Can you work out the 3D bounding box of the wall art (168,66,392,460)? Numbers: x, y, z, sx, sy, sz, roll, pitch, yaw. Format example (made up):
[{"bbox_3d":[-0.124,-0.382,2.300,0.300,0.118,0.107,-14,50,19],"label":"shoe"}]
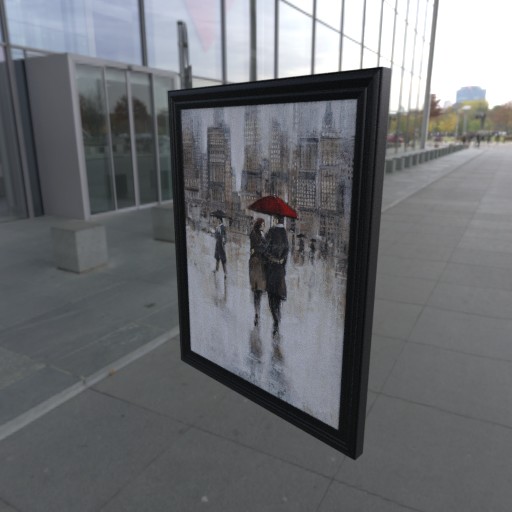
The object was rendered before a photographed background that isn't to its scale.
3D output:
[{"bbox_3d":[0.000,0.000,1.622,0.950,1.194,0.053,15,21,43],"label":"wall art"}]
